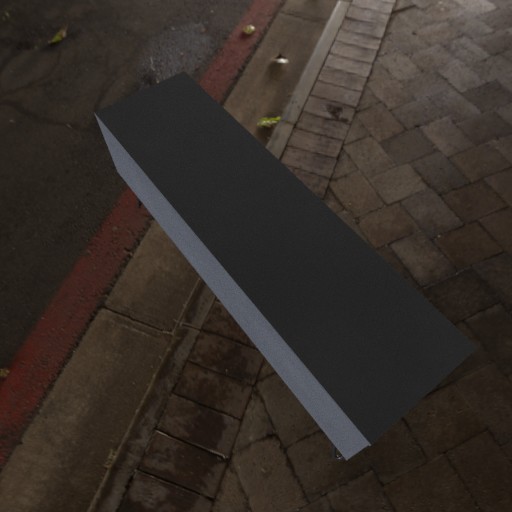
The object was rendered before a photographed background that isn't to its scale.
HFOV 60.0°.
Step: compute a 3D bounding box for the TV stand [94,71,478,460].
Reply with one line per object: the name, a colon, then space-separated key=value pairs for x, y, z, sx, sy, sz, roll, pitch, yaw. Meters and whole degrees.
TV stand: x=0.000 y=0.000 z=1.612 sx=0.400 sy=0.560 sz=1.400 roll=-33 pitch=64 yaw=-18
